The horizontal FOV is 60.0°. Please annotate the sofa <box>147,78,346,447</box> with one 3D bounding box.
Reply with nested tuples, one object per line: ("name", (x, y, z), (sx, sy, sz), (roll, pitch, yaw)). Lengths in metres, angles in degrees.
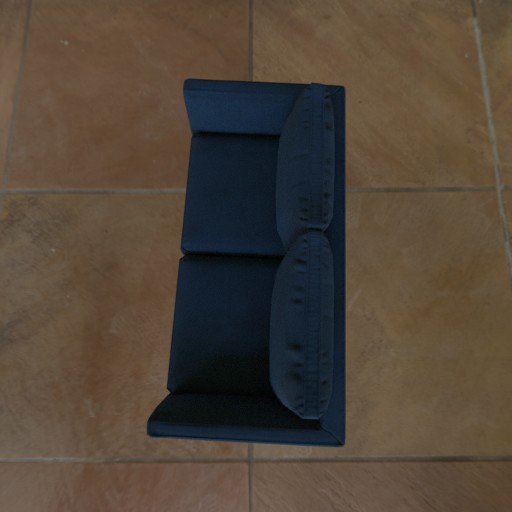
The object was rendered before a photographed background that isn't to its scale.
("sofa", (0.000, 0.000, 2.333), (0.853, 1.002, 1.770), (3, 75, 1))
